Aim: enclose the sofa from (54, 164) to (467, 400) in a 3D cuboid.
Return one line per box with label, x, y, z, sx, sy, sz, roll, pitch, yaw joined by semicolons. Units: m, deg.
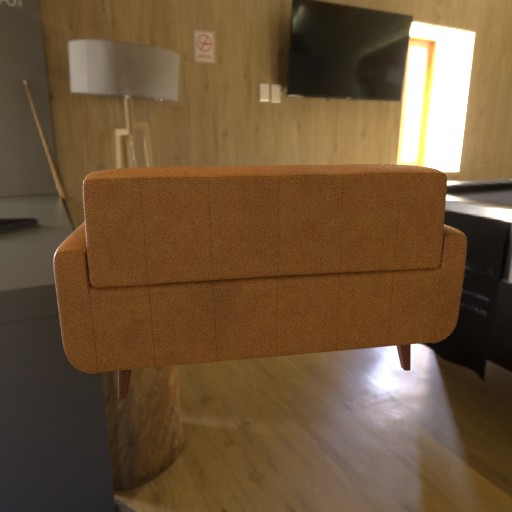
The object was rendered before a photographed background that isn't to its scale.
sofa;0.000;0.000;2.200;1.651;0.925;0.952;-3;16;-10
